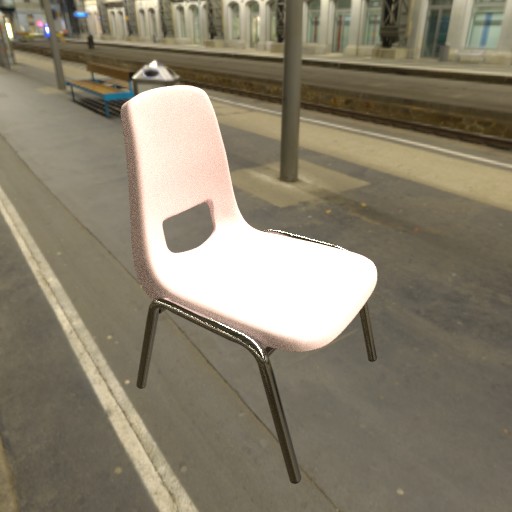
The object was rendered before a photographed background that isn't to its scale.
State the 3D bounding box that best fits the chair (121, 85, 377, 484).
[{"bbox_3d":[0.000,0.000,0.779,0.385,0.537,0.354,17,32,29],"label":"chair"}]
